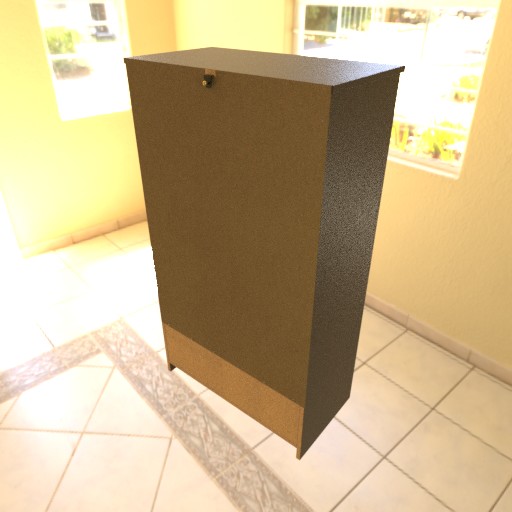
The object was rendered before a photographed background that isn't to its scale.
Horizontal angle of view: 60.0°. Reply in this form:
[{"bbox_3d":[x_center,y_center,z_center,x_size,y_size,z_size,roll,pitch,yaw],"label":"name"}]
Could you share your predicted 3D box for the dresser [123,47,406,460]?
[{"bbox_3d":[0.000,0.000,1.547,0.704,1.254,0.418,23,38,33],"label":"dresser"}]
